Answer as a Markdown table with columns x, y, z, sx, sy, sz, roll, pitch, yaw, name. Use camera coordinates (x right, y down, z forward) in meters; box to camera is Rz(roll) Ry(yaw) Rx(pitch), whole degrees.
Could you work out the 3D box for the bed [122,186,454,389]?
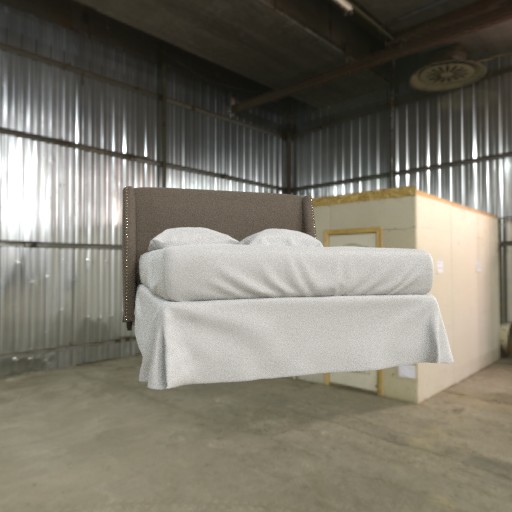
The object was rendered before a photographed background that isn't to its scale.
| x | y | z | sx | sy | sz | roll | pitch | yaw | name |
| --- | --- | --- | --- | --- | --- | --- | --- | --- | --- |
| 0.000 | 0.000 | 3.408 | 1.925 | 1.332 | 2.276 | 0 | -1 | -18 | bed |
